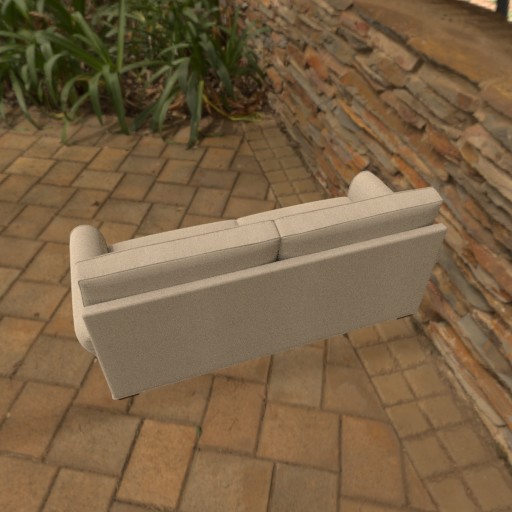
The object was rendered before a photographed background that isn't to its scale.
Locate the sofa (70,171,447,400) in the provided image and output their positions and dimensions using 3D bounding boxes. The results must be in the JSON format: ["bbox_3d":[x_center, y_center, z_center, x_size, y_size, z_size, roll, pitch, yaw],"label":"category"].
[{"bbox_3d":[0.000,0.000,2.762,2.146,0.962,0.901,-13,43,-14],"label":"sofa"}]
